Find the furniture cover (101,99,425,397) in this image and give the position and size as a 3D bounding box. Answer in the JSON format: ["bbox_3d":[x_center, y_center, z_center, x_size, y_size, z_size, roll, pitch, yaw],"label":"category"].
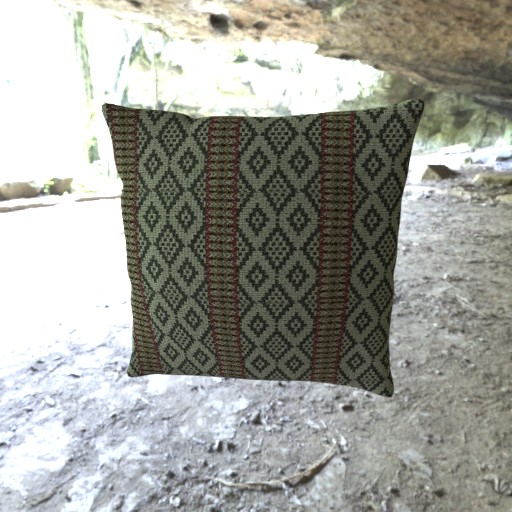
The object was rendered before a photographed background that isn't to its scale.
[{"bbox_3d":[0.000,0.000,0.761,0.503,0.506,0.182,2,17,7],"label":"furniture cover"}]
